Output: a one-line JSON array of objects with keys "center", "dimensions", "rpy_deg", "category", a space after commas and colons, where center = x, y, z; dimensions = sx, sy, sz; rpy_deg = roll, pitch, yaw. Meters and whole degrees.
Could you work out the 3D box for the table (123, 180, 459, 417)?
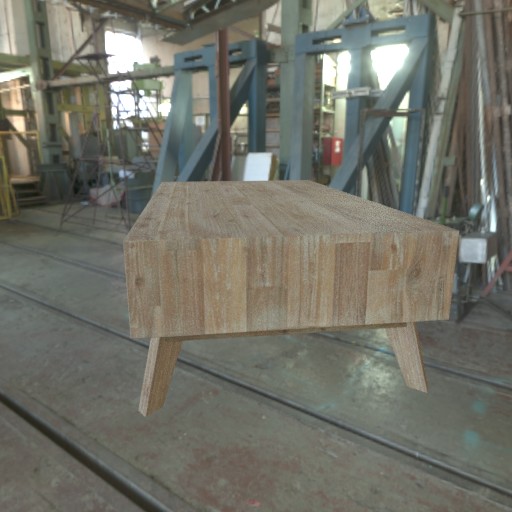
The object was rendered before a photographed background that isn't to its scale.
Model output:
[{"center": [0.000, 0.000, 2.010], "dimensions": [0.918, 0.531, 1.619], "rpy_deg": [-2, 15, -8], "category": "table"}]
